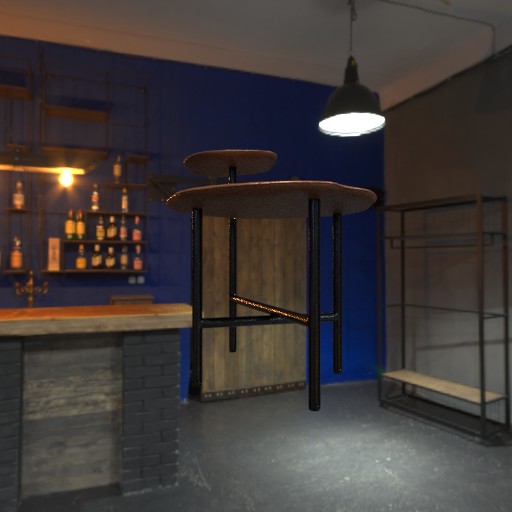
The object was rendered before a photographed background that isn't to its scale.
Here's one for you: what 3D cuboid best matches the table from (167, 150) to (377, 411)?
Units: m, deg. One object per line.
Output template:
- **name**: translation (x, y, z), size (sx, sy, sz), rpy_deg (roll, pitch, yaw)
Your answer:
- **table**: translation (0.000, 0.000, 1.070), size (0.442, 0.538, 0.759), rpy_deg (0, 0, -18)
